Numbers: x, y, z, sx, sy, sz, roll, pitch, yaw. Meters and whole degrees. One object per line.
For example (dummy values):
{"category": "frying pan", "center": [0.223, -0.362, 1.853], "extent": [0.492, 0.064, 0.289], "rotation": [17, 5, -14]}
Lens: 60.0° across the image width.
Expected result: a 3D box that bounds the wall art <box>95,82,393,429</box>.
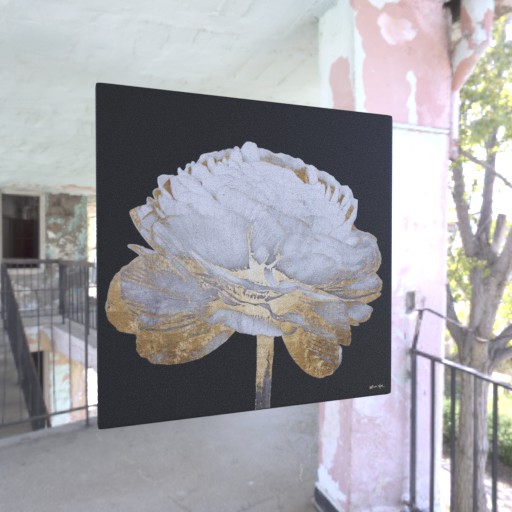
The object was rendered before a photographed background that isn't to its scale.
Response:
{"category": "wall art", "center": [0.000, 0.000, 0.600], "extent": [0.406, 0.407, 0.041], "rotation": [0, 1, -19]}
